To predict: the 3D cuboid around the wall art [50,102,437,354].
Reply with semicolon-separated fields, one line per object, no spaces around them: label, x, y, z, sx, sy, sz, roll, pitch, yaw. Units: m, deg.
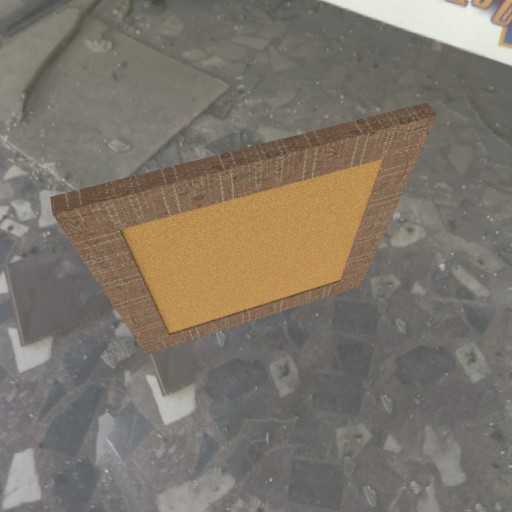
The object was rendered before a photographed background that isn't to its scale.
wall art;0.000;0.000;0.815;0.531;0.531;0.029;-16;61;-10
